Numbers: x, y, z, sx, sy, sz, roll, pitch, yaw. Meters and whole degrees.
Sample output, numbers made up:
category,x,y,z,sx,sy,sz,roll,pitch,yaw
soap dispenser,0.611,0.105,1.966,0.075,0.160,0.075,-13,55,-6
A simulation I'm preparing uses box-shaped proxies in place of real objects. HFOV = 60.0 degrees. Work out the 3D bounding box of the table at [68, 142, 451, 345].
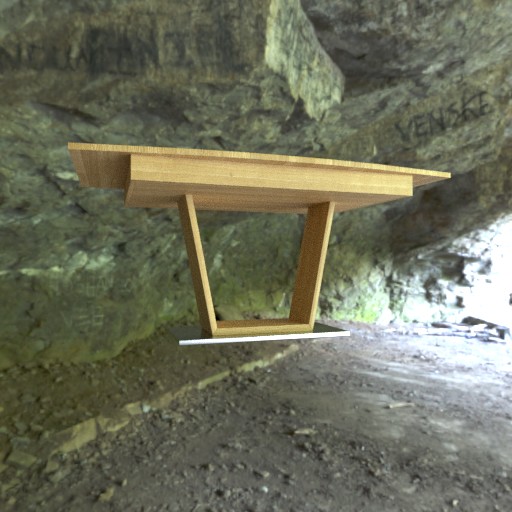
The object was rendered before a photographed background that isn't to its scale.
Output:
category,x,y,z,sx,sy,sz,roll,pitch,yaw
table,0.000,0.000,2.113,1.598,0.748,0.900,0,-1,-18
